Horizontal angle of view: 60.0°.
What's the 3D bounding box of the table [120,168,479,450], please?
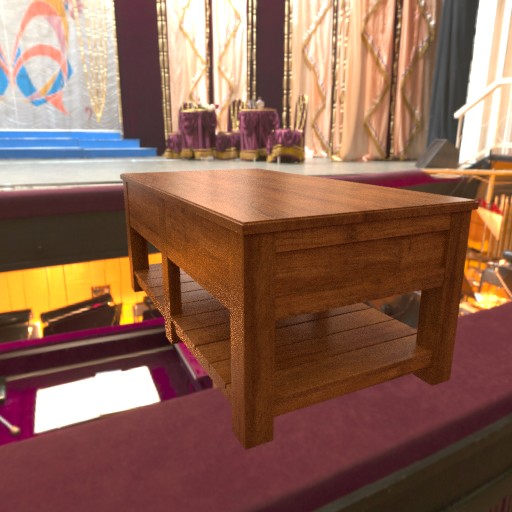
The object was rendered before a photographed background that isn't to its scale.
[{"bbox_3d":[0.000,0.000,1.474,0.635,0.480,1.150,-8,17,-26],"label":"table"}]
